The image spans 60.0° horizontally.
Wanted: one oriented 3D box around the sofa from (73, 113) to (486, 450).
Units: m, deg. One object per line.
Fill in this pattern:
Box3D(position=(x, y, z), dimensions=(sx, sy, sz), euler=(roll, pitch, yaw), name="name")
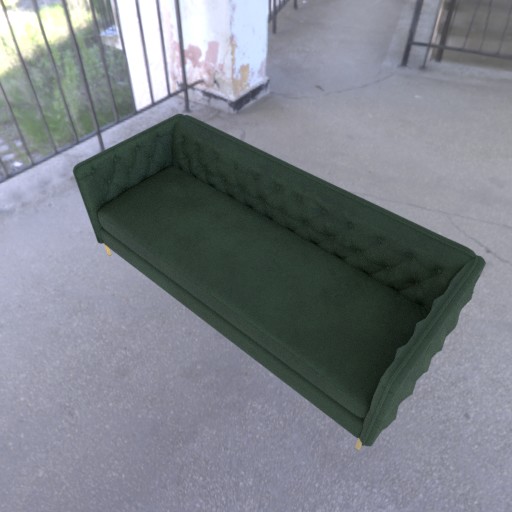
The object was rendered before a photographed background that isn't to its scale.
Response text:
Box3D(position=(0.000, 0.000, 2.629), dimensions=(2.209, 0.771, 0.895), euler=(32, 54, 27), name="sofa")
